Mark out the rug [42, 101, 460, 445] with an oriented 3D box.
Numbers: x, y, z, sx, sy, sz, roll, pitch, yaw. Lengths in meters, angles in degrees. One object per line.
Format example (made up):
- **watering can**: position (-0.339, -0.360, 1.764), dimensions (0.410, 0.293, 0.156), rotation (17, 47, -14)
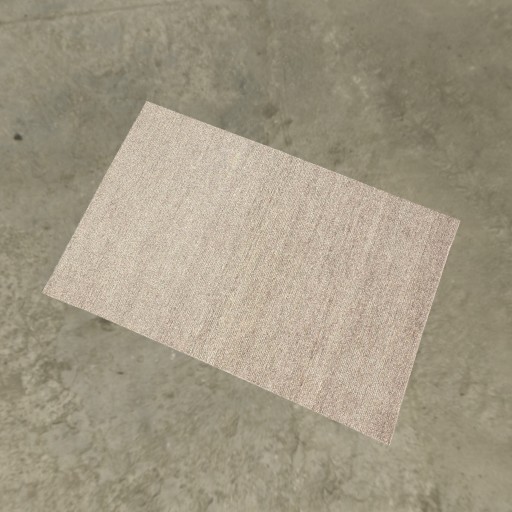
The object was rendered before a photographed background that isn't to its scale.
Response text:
- **rug**: position (0.000, 0.000, 2.208), dimensions (1.792, 0.021, 1.154), rotation (22, 77, 5)
